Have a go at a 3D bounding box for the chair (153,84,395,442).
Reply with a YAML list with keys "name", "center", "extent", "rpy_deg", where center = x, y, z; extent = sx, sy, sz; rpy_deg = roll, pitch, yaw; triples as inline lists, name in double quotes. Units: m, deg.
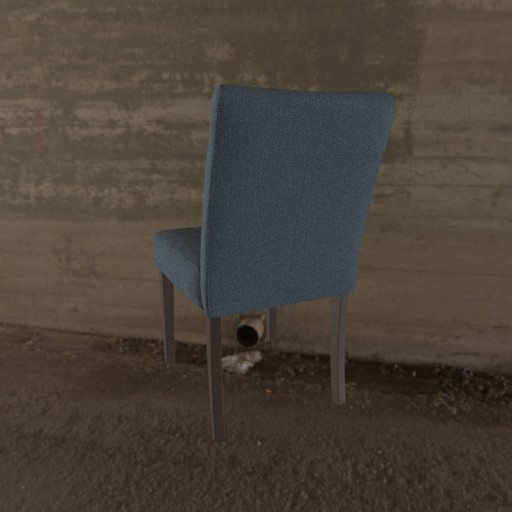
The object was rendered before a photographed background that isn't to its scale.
- name: "chair"
  center: [0.000, 0.000, 1.302]
  extent: [0.487, 0.882, 0.629]
  rpy_deg: [-7, 17, -24]
